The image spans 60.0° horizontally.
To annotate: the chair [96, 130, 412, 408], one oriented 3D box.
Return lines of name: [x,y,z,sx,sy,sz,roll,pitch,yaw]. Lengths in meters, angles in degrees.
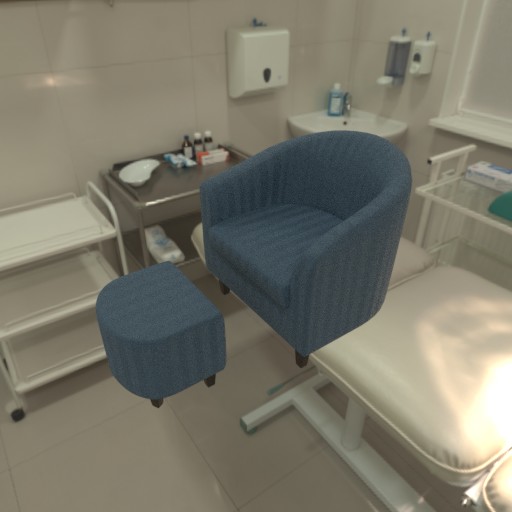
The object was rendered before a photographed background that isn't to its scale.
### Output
chair: [0.000,0.000,1.785,1.288,0.757,0.756,-21,38,-29]
